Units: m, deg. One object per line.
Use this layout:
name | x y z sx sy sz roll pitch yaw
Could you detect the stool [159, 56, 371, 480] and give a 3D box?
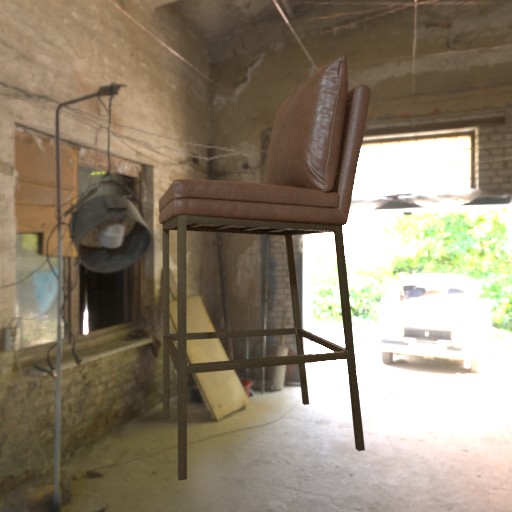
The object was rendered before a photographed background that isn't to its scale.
stool | 0.000 0.000 1.400 0.571 1.124 0.463 0 1 -17
